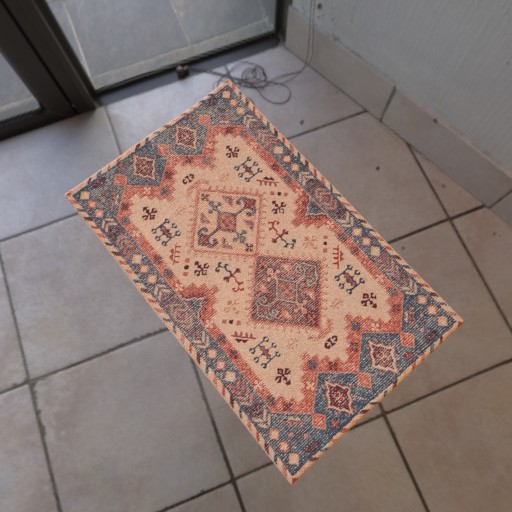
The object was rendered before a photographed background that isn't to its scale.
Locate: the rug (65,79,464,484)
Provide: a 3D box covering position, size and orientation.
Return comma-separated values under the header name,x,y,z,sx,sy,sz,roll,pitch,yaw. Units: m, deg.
name,x,y,z,sx,sy,sz,roll,pitch,yaw
rug,0.000,0.000,3.043,1.521,0.023,2.464,-39,78,-10
